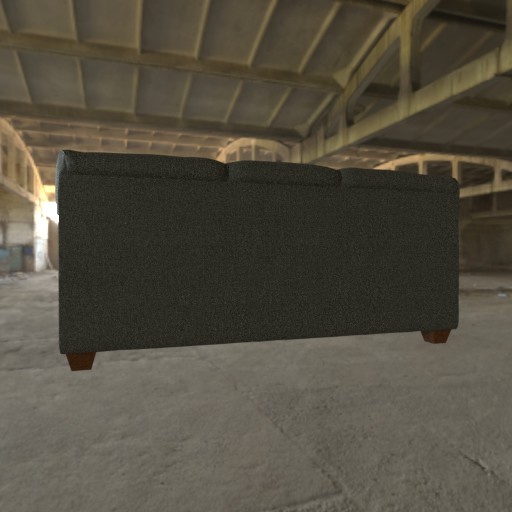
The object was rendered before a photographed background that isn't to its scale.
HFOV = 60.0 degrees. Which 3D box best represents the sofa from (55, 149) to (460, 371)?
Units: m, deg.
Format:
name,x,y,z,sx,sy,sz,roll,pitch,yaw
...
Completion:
name,x,y,z,sx,sy,sz,roll,pitch,yaw
sofa,0.000,0.000,2.555,2.024,0.958,0.997,0,1,-18
